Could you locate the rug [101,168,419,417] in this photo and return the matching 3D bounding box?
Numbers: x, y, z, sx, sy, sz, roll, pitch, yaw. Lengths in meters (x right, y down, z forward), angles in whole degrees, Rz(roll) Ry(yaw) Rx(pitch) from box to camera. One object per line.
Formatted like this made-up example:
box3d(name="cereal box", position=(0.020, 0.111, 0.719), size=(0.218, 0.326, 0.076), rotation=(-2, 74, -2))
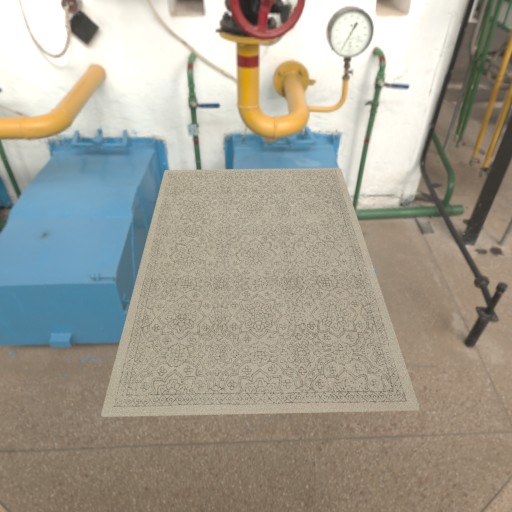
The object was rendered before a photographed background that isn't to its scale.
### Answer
box3d(name="rug", position=(0.000, 0.000, 2.379), size=(1.219, 0.010, 1.829), rotation=(-1, 41, -1))
